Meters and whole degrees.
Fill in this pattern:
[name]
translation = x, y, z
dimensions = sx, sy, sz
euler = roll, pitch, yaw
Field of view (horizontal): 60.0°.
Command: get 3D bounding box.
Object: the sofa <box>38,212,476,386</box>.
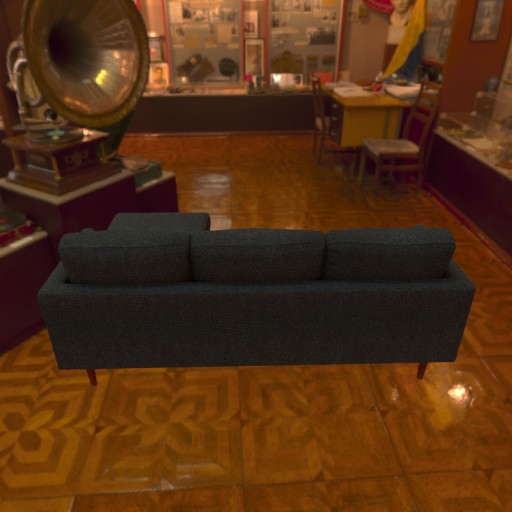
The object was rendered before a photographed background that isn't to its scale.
[sofa]
translation = 0.000, 0.000, 2.979
dimensions = 2.233, 0.956, 1.504
euler = -1, 30, -1
